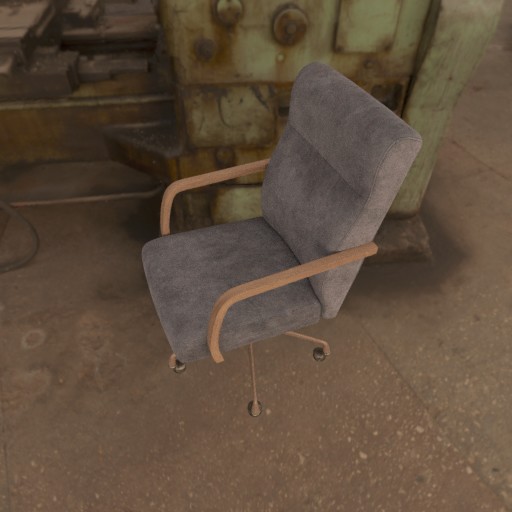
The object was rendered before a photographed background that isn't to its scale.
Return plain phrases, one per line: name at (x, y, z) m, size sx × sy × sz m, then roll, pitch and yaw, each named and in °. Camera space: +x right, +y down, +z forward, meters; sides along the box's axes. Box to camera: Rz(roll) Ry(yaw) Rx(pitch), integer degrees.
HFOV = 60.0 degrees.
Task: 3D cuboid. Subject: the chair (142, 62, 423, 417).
chair at (0.000, 0.000, 1.489) m, size 0.741 × 1.029 × 0.640 m, roll -17°, pitch 48°, yaw -16°
